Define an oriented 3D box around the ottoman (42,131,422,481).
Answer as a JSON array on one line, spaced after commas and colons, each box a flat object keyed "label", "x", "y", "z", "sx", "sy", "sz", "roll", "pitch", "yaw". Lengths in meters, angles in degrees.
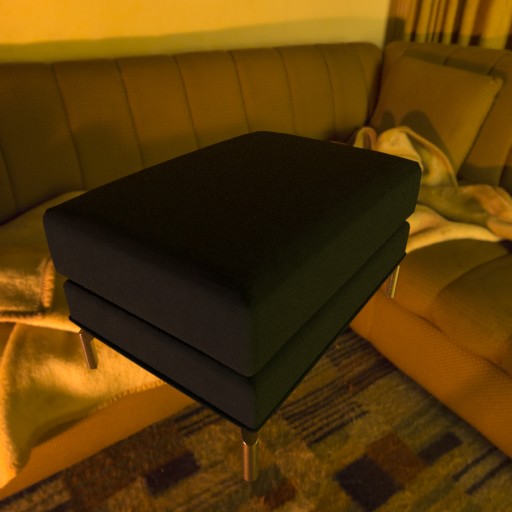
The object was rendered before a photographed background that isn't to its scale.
[{"label": "ottoman", "x": 0.000, "y": 0.000, "z": 1.202, "sx": 0.587, "sy": 0.498, "sz": 0.835, "roll": 20, "pitch": 37, "yaw": 30}]
